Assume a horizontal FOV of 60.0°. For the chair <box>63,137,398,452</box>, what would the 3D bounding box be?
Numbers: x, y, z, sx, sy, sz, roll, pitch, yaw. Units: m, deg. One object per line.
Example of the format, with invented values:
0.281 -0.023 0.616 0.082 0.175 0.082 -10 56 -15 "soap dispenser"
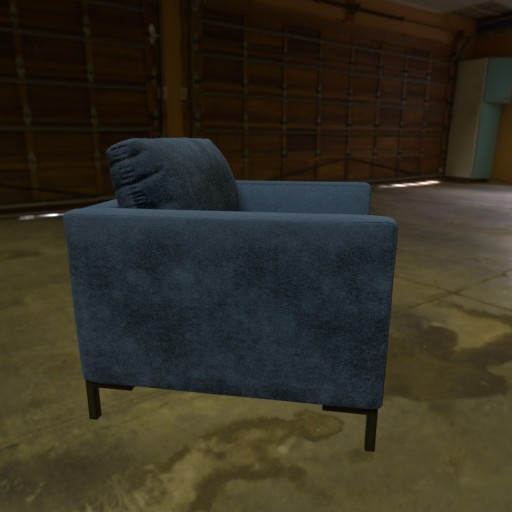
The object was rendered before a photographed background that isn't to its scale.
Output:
0.000 0.000 1.574 0.875 0.812 0.964 3 15 10 "chair"
